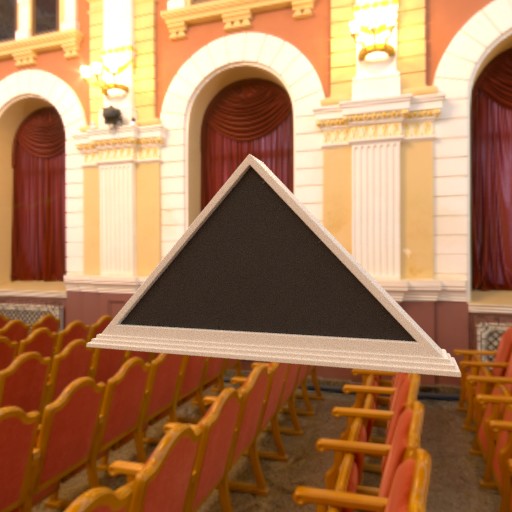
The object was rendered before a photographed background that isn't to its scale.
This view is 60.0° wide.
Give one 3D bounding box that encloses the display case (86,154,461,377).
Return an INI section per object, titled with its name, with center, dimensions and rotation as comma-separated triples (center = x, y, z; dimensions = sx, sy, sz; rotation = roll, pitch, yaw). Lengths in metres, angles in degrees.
[display case]
center = 0.000, 0.000, 0.770
dimensions = 0.640, 0.340, 0.095
rotation = 0, 0, 19
